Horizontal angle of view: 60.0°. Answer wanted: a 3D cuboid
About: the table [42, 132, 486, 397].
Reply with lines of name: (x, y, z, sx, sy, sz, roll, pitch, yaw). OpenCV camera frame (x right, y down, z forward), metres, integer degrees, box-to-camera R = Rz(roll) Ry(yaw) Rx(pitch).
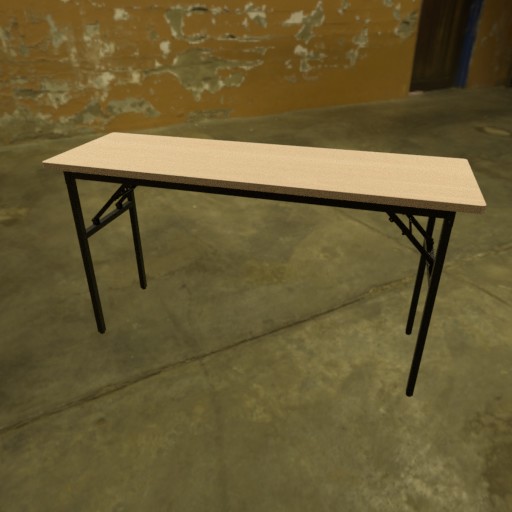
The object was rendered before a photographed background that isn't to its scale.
table: (0.000, 0.000, 1.705, 1.397, 0.750, 0.447, 8, 30, 14)
